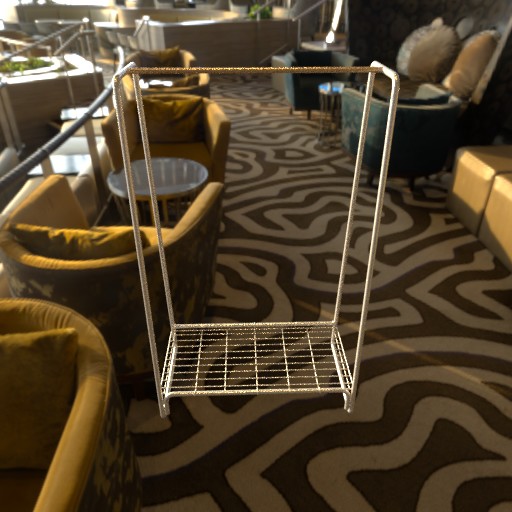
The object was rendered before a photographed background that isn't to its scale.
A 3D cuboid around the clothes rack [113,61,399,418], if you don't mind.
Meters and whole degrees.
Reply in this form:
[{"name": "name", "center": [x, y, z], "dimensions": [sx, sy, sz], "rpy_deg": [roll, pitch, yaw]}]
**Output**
[{"name": "clothes rack", "center": [0.000, 0.000, 1.892], "dimensions": [0.900, 1.500, 0.495], "rpy_deg": [-1, 32, -2]}]
